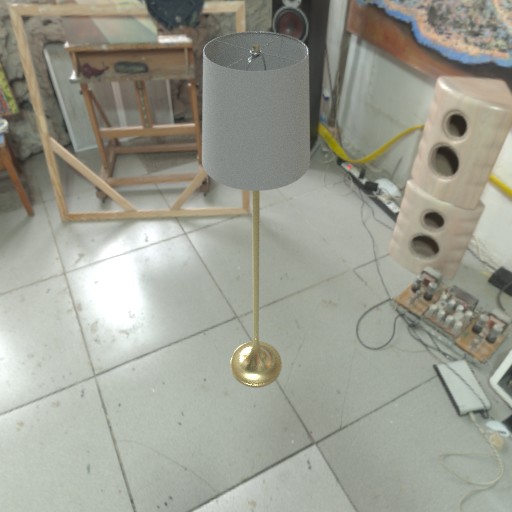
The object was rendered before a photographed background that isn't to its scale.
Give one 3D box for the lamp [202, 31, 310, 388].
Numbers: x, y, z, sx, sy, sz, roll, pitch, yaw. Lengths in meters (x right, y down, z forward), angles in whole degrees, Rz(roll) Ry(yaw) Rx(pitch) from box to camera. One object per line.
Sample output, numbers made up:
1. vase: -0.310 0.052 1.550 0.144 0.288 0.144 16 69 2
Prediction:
1. lamp: 0.000 0.000 1.692 0.337 1.543 0.337 0 45 0
